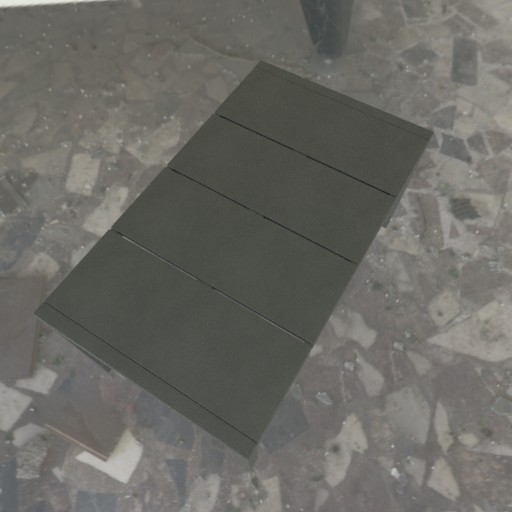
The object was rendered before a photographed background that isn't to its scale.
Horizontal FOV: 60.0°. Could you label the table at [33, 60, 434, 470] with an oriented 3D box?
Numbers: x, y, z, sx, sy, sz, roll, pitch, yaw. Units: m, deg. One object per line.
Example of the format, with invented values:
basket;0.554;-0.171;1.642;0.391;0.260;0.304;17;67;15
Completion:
table;0.000;0.000;1.296;0.559;0.460;0.965;29;66;14
